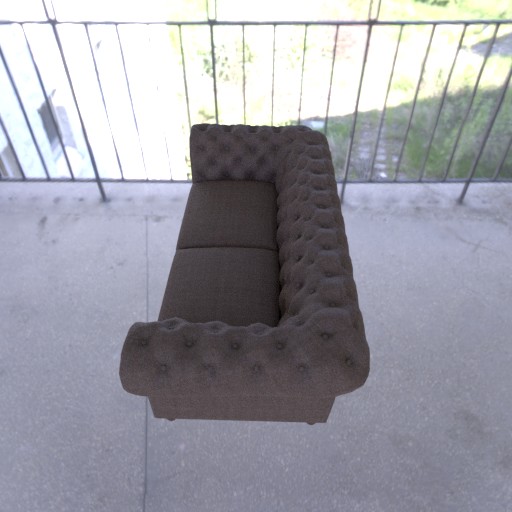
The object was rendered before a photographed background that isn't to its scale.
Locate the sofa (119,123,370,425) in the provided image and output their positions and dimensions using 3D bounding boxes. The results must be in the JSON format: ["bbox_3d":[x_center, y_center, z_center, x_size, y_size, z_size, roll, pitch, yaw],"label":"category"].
[{"bbox_3d":[0.000,0.000,2.535,0.944,0.780,2.048,1,42,1],"label":"sofa"}]
